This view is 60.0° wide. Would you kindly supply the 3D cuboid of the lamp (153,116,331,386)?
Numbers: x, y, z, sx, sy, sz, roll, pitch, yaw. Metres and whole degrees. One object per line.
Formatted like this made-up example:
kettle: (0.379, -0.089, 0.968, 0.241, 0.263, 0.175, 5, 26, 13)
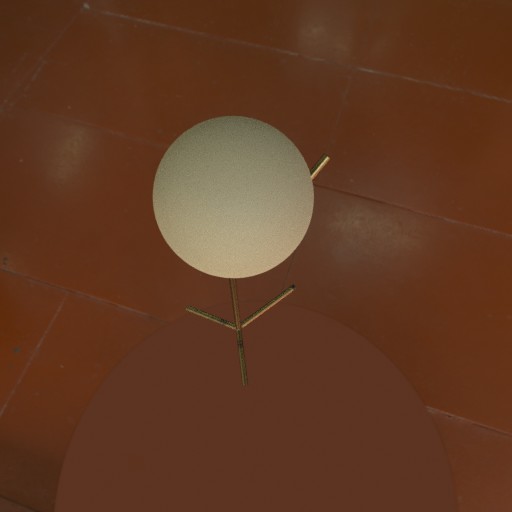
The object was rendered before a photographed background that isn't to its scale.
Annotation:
lamp: (0.000, 0.000, 0.692, 0.251, 0.552, 0.210, -34, 68, -16)
